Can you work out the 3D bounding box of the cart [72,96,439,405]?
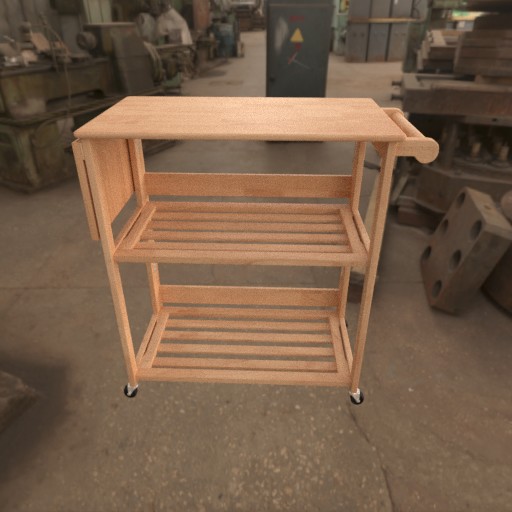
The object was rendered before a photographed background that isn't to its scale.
[{"bbox_3d":[0.000,0.000,1.396,0.853,0.879,0.432,1,30,2],"label":"cart"}]
